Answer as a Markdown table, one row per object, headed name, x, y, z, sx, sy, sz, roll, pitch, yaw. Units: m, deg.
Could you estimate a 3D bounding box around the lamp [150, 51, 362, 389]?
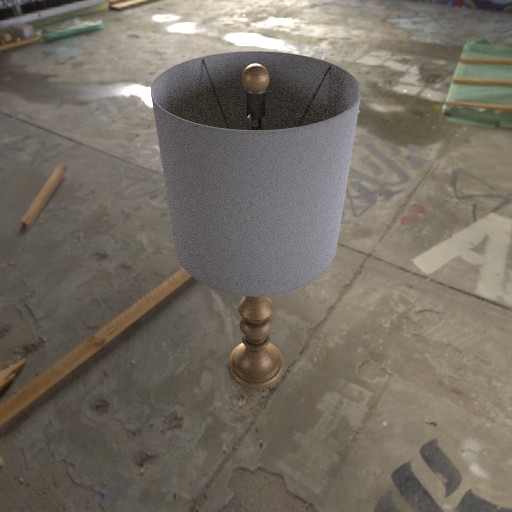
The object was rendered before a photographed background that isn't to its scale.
| name | x | y | z | sx | sy | sz | roll | pitch | yaw |
| --- | --- | --- | --- | --- | --- | --- | --- | --- | --- |
| lamp | 0.000 | 0.000 | 0.716 | 0.250 | 0.597 | 0.250 | -26 | 48 | -26 |
